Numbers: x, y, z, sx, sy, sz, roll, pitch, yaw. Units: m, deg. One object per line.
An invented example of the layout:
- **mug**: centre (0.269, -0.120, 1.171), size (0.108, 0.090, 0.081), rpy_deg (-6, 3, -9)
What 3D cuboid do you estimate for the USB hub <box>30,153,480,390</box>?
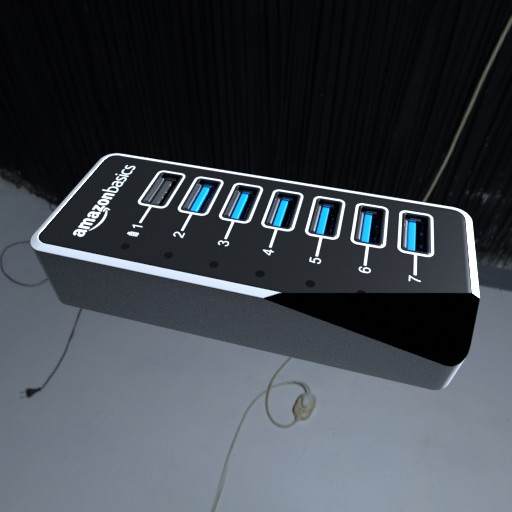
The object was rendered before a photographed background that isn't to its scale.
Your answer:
- **USB hub**: centre (0.000, 0.000, 0.124), size (0.110, 0.023, 0.044), rpy_deg (11, 48, 10)
